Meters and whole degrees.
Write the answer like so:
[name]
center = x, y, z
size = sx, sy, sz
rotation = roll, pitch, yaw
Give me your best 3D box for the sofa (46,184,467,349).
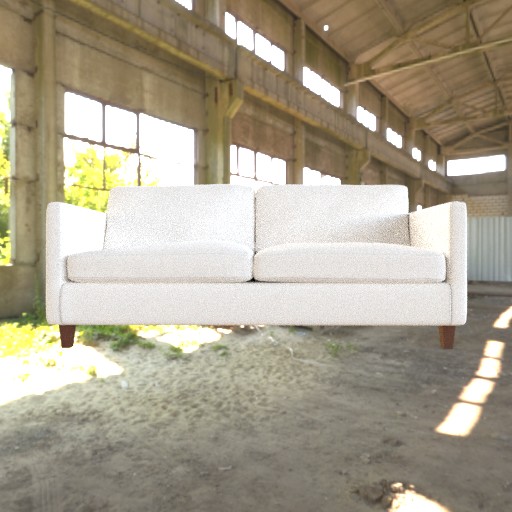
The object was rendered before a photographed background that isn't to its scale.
[sofa]
center = 0.000, 0.000, 2.648
size = 2.139, 0.933, 0.924
rotation = 0, 0, 1
